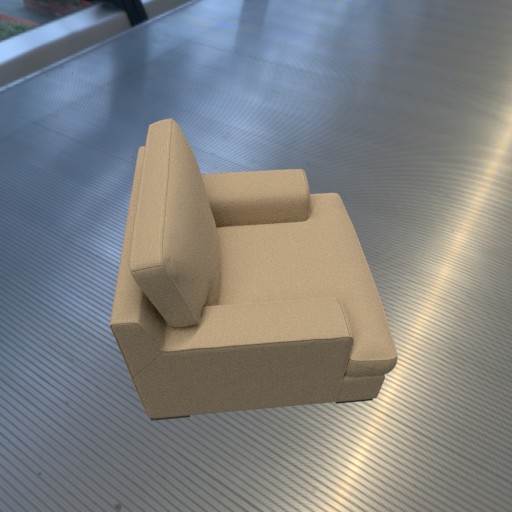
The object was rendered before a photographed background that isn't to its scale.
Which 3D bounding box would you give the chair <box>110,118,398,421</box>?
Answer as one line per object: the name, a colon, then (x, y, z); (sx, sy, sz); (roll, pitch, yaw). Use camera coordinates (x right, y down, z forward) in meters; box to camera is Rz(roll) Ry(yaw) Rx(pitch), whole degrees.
chair: (0.000, 0.000, 2.177); (1.274, 1.005, 1.293); (-9, 46, -9)
